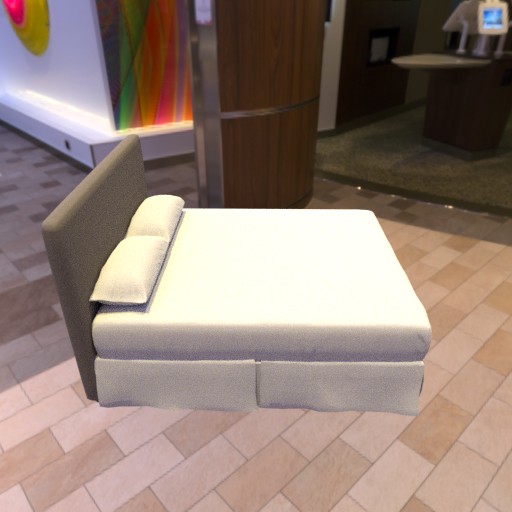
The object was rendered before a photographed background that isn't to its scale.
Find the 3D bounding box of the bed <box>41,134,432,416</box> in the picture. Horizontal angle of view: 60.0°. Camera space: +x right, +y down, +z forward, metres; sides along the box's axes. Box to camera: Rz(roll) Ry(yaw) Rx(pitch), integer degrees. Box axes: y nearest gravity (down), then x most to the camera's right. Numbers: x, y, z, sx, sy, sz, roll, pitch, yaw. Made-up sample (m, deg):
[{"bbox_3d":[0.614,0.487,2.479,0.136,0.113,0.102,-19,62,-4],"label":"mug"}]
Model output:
[{"bbox_3d":[0.000,0.000,3.200,2.142,1.330,1.748,0,30,1],"label":"bed"}]
